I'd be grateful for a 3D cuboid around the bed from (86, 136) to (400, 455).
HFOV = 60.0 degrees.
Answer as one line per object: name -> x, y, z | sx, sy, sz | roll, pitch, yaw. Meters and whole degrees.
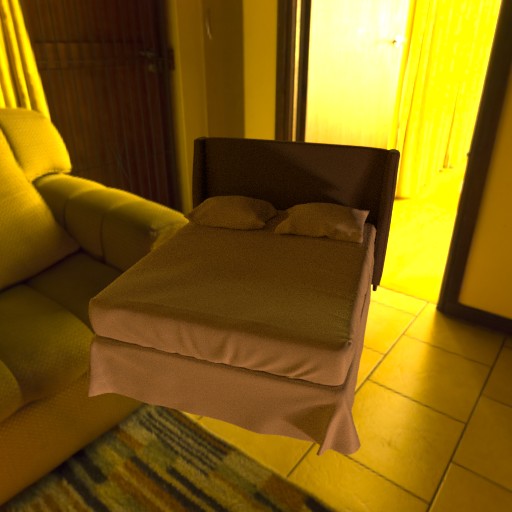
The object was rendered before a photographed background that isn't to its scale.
bed -> 0.000, 0.000, 3.426 | 1.925, 1.332, 2.276 | 8, 27, 16
